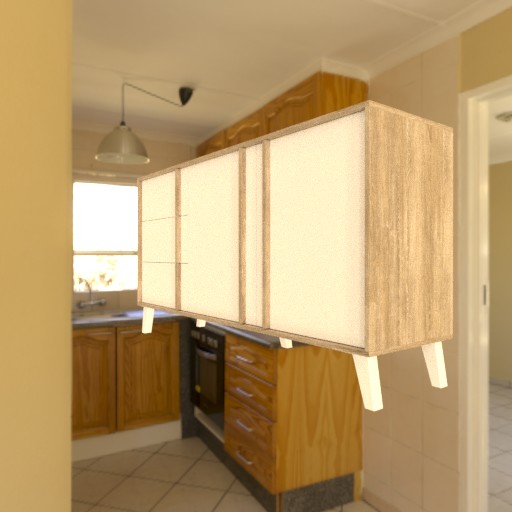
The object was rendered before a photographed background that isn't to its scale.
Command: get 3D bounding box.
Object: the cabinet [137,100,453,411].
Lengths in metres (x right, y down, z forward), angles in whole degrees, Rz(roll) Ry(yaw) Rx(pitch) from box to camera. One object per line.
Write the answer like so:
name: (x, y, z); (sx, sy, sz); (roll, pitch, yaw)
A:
cabinet: (0.000, 0.000, 1.998); (0.450, 0.870, 1.600); (0, 0, -38)
